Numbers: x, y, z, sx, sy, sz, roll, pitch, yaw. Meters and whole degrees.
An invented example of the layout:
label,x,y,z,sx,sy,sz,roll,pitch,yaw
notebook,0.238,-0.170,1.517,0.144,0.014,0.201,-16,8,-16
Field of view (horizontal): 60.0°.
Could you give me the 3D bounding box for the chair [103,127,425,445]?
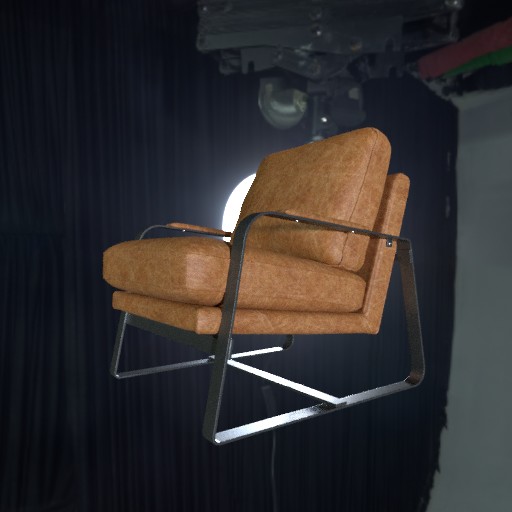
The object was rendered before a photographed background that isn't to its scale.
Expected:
label,x,y,z,sx,sy,sz,roll,pitch,yaw
chair,0.000,0.000,1.369,0.801,0.777,0.651,0,0,-36
